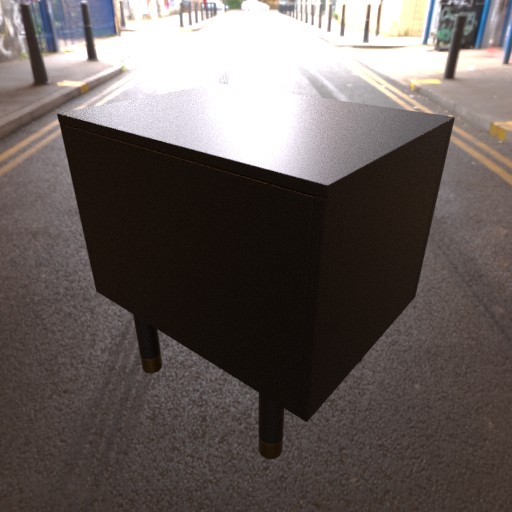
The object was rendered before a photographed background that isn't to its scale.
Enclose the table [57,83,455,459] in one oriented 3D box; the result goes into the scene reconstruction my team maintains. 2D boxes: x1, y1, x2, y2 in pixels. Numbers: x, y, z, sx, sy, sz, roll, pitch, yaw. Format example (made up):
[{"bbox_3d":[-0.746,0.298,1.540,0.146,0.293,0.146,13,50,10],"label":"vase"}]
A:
[{"bbox_3d":[0.000,0.000,0.936,0.564,0.584,0.441,22,37,33],"label":"table"}]
